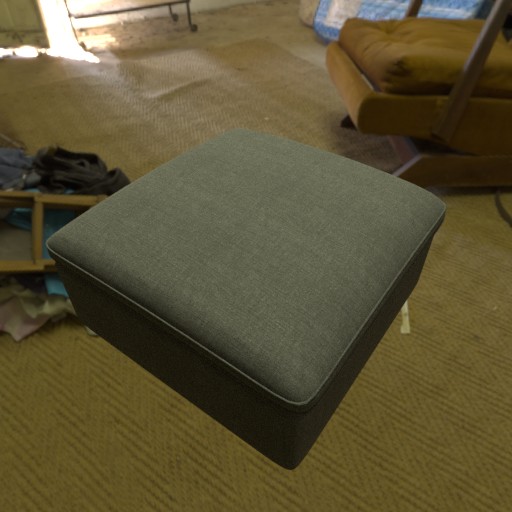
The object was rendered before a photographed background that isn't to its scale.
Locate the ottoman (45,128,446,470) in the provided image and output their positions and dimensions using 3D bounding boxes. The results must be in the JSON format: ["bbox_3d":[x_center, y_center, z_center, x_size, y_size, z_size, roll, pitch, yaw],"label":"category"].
[{"bbox_3d":[0.000,0.000,1.696,1.067,0.559,1.067,26,48,26],"label":"ottoman"}]
